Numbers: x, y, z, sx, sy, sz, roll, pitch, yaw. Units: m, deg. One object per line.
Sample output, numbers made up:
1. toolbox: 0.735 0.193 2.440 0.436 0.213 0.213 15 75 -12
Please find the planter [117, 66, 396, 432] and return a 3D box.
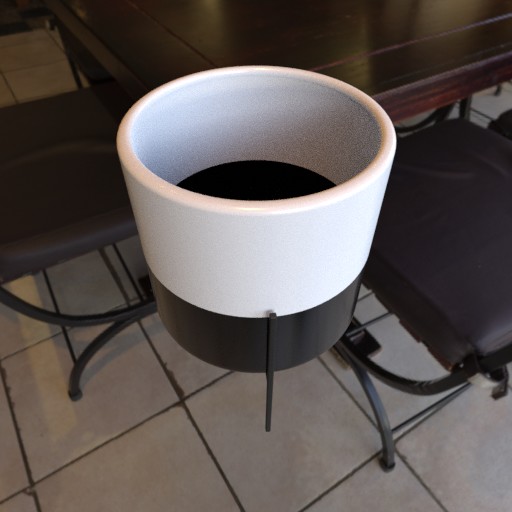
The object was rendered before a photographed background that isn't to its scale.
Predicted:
1. planter: 0.000 0.000 0.641 0.310 0.432 0.310 30 53 26
